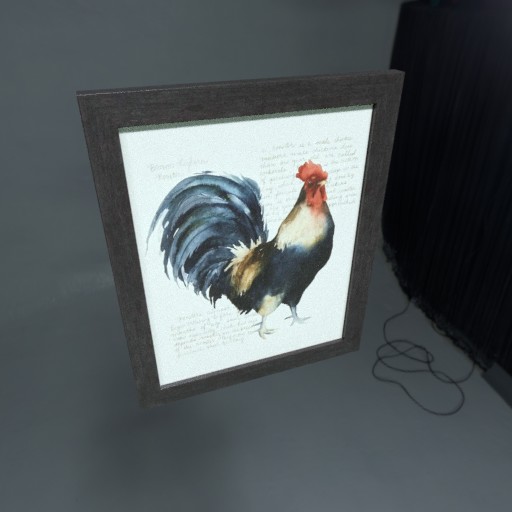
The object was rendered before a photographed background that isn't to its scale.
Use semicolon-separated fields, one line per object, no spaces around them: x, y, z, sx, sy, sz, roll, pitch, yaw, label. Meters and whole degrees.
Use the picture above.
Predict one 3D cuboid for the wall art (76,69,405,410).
0.000;0.000;0.776;0.479;0.580;0.027;-11;33;-17;wall art
